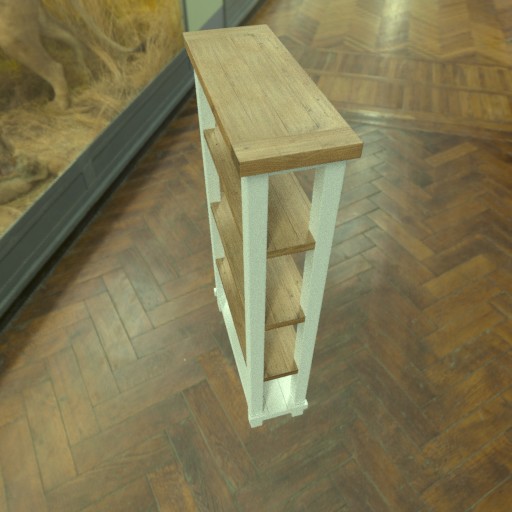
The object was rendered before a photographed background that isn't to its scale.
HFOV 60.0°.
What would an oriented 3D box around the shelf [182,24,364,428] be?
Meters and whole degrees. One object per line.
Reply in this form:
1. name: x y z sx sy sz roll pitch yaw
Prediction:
1. shelf: 0.000 0.000 2.291 0.381 1.878 1.022 -11 47 -11
